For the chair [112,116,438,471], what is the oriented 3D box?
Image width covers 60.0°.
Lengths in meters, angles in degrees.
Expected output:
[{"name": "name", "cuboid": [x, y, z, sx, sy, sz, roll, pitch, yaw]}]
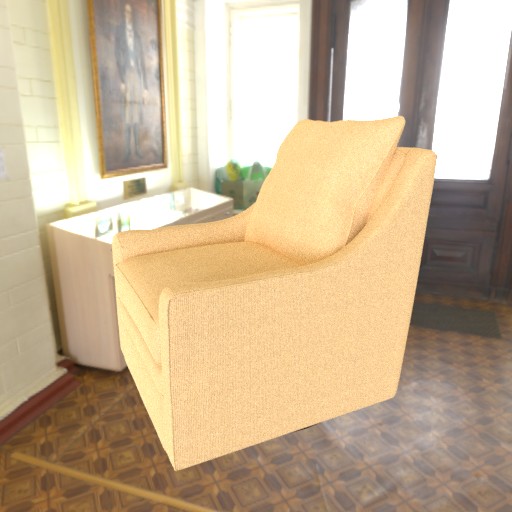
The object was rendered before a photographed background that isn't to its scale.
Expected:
[{"name": "chair", "cuboid": [0.000, 0.000, 1.536, 0.876, 0.927, 0.760, -8, 17, -26]}]
